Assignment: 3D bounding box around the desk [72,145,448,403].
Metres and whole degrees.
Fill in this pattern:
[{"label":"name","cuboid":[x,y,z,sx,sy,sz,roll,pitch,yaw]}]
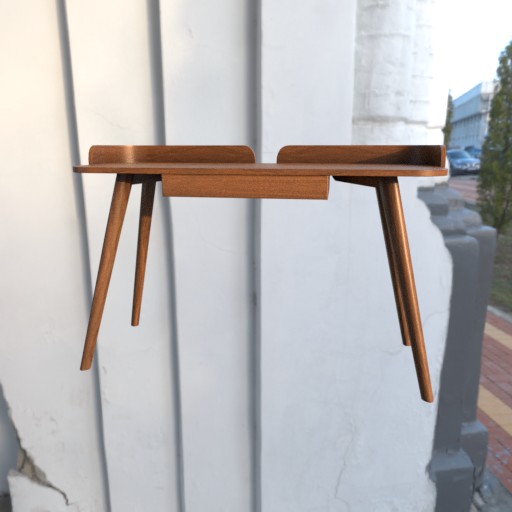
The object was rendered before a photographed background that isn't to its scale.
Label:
[{"label":"desk","cuboid":[0.000,0.000,1.647,1.256,0.800,0.486,2,14,10]}]
